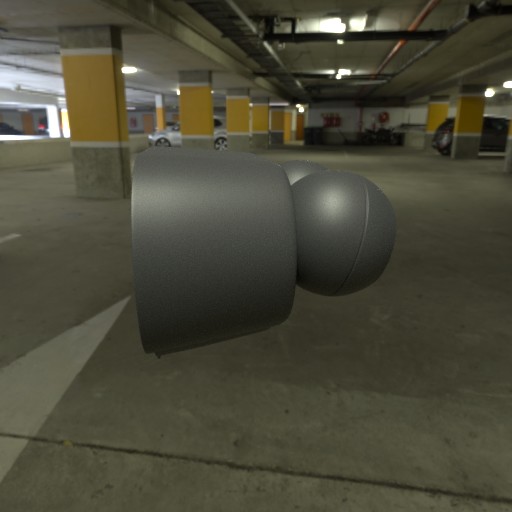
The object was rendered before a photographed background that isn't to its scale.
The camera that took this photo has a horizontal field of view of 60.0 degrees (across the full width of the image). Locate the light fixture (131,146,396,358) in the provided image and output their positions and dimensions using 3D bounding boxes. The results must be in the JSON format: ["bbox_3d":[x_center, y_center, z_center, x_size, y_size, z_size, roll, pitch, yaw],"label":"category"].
[{"bbox_3d":[0.000,0.000,0.338,0.159,0.159,0.229,-2,16,-8],"label":"light fixture"}]
